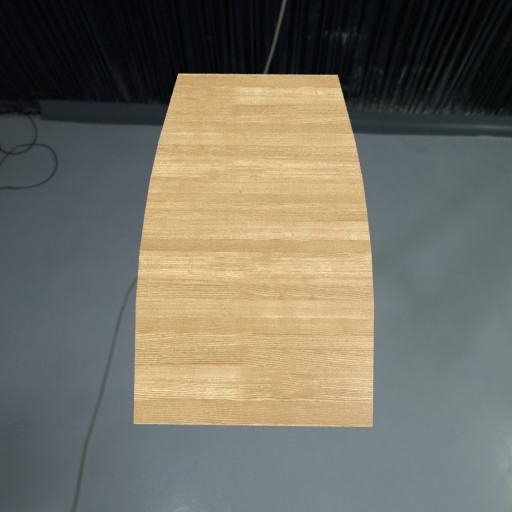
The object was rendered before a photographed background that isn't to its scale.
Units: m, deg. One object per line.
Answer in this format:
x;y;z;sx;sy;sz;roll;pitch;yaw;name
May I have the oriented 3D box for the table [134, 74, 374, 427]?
0.000;0.000;2.126;0.900;0.748;1.598;1;63;0;table
